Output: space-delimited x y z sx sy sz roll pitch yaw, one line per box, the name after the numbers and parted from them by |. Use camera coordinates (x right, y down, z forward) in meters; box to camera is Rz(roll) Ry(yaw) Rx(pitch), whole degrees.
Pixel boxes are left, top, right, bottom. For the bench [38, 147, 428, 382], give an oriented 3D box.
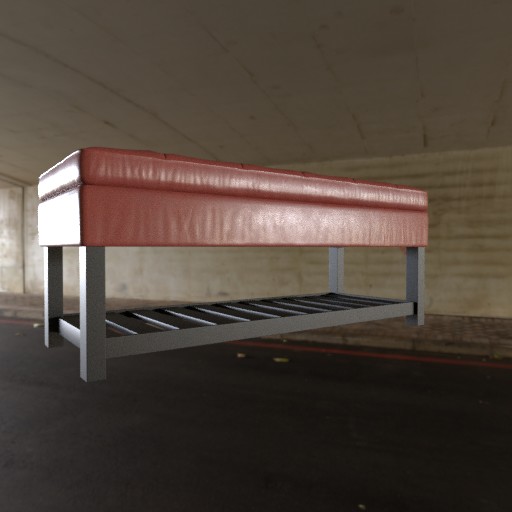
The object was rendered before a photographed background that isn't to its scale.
0.000 0.000 1.307 1.105 0.460 0.432 -1 1 -36 | bench
